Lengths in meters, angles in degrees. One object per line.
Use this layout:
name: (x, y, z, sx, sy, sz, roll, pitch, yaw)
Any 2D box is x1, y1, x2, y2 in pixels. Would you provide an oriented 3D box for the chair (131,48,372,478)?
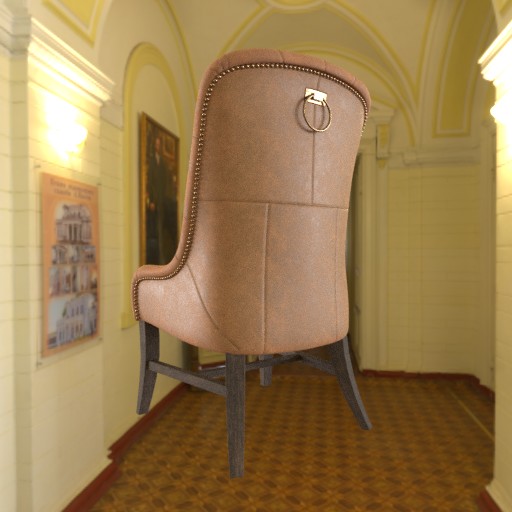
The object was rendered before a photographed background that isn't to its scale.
chair: (0.000, 0.000, 1.454, 0.634, 1.091, 0.629, 0, 1, -37)
